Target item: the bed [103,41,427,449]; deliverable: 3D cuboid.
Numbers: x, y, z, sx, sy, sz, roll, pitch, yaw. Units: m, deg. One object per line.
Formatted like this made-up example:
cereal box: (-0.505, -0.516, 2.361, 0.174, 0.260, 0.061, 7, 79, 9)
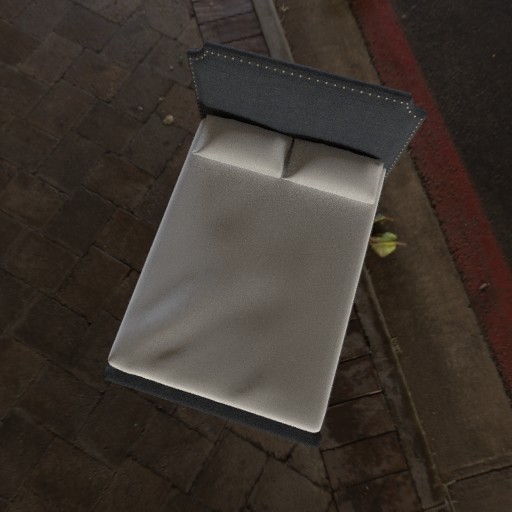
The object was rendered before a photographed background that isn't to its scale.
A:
bed: (0.000, 0.000, 3.318, 1.713, 1.443, 2.372, 17, 75, 5)
